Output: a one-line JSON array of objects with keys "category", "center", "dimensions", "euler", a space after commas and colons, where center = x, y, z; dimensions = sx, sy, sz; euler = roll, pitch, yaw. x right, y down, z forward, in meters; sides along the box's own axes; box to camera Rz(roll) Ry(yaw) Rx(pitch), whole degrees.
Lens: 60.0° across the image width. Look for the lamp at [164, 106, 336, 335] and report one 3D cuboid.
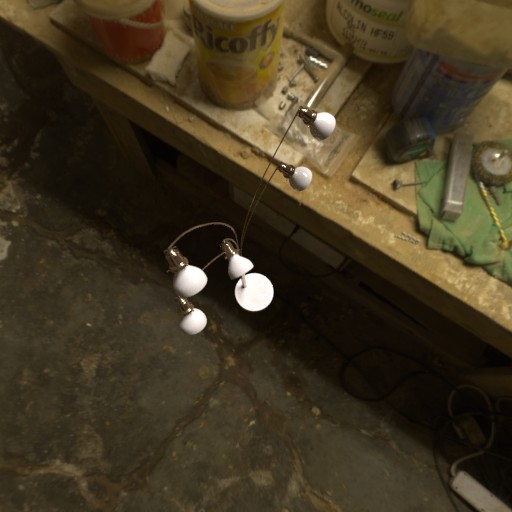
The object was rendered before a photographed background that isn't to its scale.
[{"category": "lamp", "center": [0.000, 0.000, 3.059], "dimensions": [0.361, 2.423, 1.405], "euler": [34, 77, 9]}]
